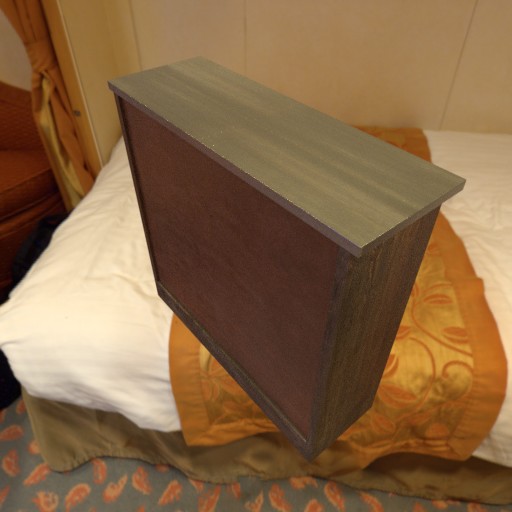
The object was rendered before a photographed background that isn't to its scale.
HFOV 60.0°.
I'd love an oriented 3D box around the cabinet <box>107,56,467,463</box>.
[{"bbox_3d":[0.000,0.000,1.421,0.338,0.919,0.968,-29,50,-28],"label":"cabinet"}]
